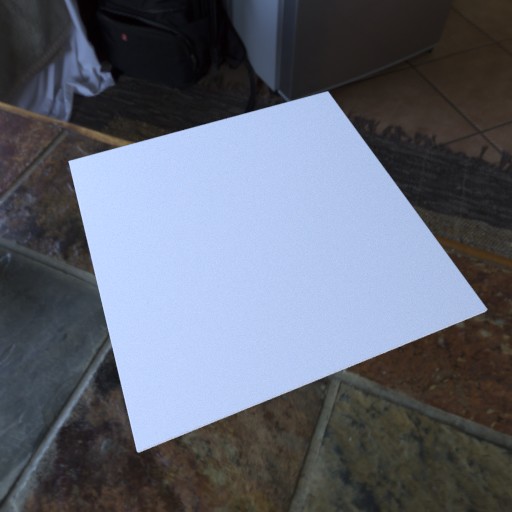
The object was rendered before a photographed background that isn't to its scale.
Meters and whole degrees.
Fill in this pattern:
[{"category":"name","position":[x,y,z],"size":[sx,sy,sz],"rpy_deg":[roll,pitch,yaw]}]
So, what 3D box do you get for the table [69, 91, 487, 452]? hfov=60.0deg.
[{"category":"table","position":[0.000,0.000,1.365],"size":[0.890,0.305,0.890],"rpy_deg":[-19,60,-11]}]
